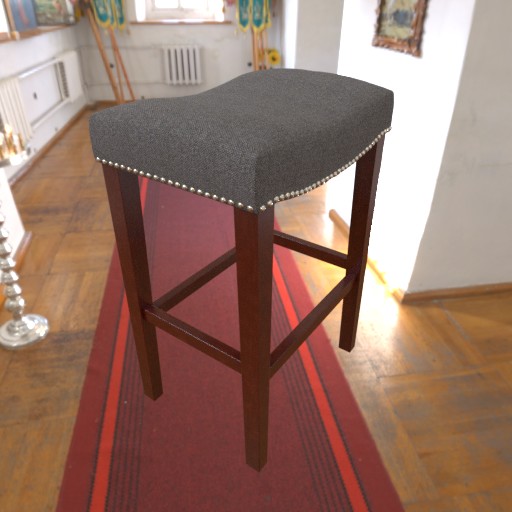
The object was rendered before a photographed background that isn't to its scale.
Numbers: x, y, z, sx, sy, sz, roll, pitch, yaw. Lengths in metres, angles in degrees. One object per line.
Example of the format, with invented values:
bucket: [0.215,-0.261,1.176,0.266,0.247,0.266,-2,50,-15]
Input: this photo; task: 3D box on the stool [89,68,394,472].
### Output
stool: [0.000,0.000,1.021,0.372,0.742,0.504,21,38,30]
